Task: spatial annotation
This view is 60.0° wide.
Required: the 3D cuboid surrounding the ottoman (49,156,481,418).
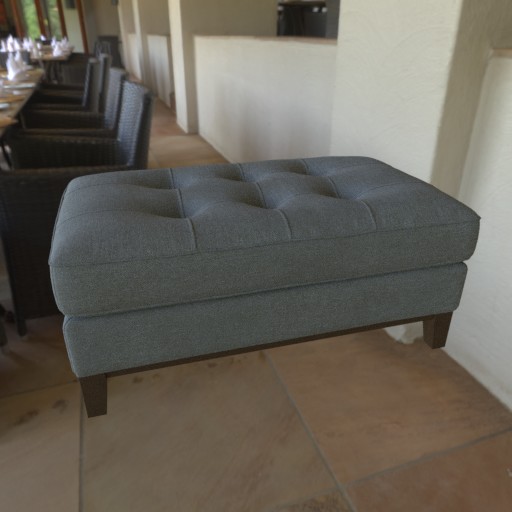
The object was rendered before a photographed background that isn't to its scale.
[{"bbox_3d":[0.000,0.000,1.433,1.143,0.514,0.648,-7,28,-14],"label":"ottoman"}]
